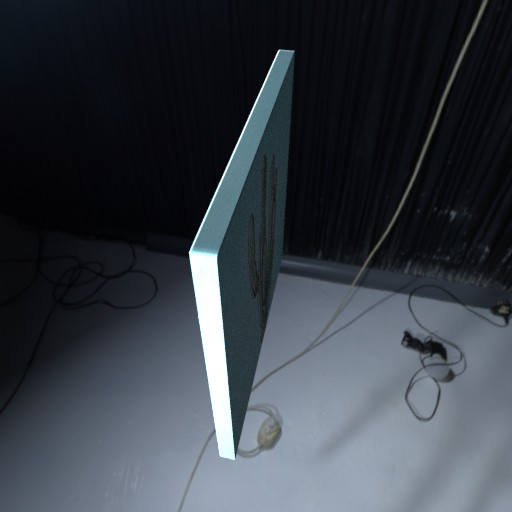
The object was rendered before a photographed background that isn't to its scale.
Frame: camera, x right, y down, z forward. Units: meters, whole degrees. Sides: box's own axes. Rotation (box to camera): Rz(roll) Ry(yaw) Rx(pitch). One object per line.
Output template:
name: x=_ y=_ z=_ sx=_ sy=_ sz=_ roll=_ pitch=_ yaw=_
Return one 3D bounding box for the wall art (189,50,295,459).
wall art: x=0.000 y=0.000 z=1.625 sx=0.070 sy=1.073 sz=1.071 roll=8 pitch=46 yaw=8
